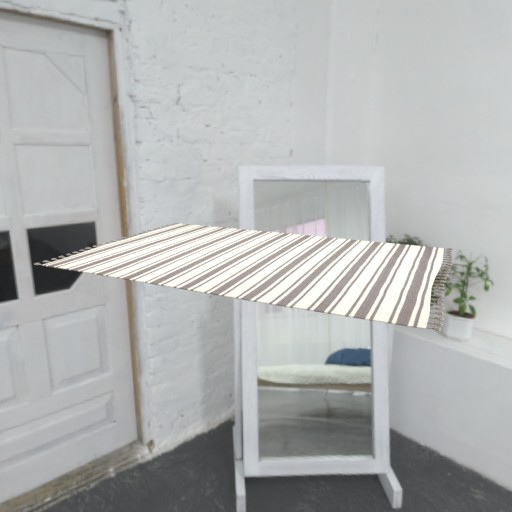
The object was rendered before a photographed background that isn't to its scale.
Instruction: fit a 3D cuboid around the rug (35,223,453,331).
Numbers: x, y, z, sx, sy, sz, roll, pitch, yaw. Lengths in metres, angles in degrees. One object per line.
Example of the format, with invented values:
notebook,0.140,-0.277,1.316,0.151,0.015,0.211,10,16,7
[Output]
rug,0.000,0.000,3.001,2.425,0.014,1.563,7,16,24
